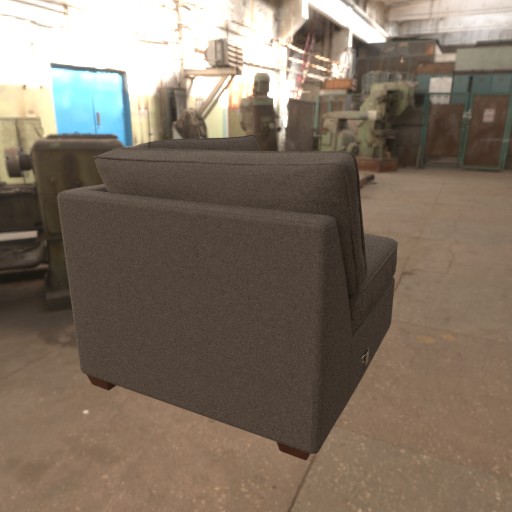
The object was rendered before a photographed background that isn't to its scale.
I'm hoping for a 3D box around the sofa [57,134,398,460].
[{"bbox_3d":[0.000,0.000,1.969,1.084,1.002,1.146,9,20,27],"label":"sofa"}]
